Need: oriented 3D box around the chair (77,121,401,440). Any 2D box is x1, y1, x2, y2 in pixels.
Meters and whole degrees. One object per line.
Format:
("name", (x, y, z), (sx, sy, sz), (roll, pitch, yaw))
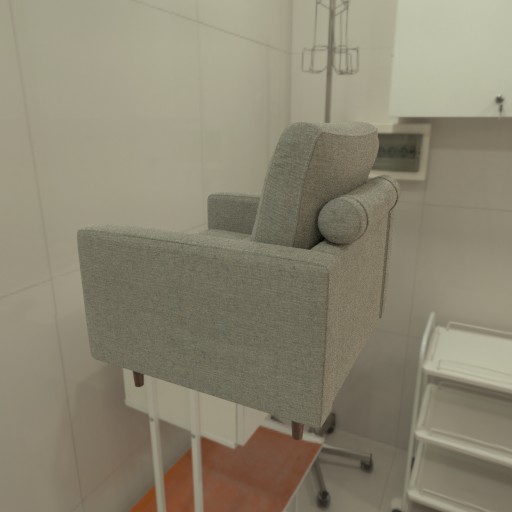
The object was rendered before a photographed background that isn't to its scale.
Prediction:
("chair", (0.000, 0.000, 1.516), (0.843, 0.880, 0.821), (8, 19, 25))
